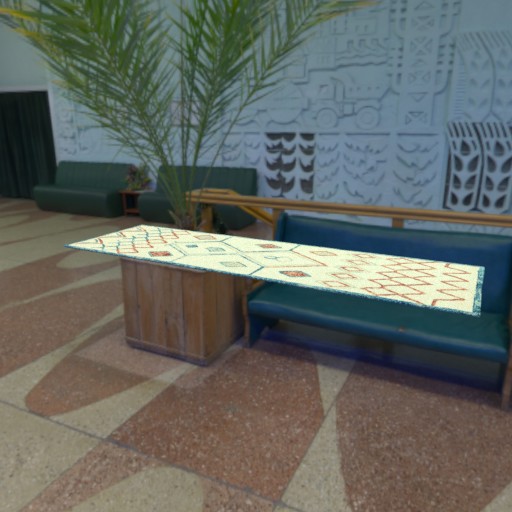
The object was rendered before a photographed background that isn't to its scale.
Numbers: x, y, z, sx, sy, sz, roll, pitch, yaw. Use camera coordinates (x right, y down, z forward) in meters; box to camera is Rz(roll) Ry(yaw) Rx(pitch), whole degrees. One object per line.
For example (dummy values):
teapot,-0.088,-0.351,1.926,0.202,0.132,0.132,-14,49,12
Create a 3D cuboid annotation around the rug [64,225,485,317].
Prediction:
rug,0.000,0.000,2.651,2.435,0.011,0.750,8,18,27
